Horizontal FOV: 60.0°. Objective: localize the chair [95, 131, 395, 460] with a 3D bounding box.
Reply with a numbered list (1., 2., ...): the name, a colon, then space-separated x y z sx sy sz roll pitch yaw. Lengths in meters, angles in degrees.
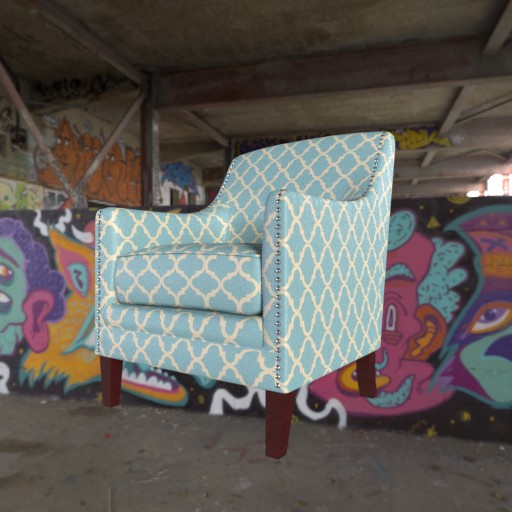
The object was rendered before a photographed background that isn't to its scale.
1. chair: 0.000 0.000 1.312 0.617 0.817 0.686 0 0 35
